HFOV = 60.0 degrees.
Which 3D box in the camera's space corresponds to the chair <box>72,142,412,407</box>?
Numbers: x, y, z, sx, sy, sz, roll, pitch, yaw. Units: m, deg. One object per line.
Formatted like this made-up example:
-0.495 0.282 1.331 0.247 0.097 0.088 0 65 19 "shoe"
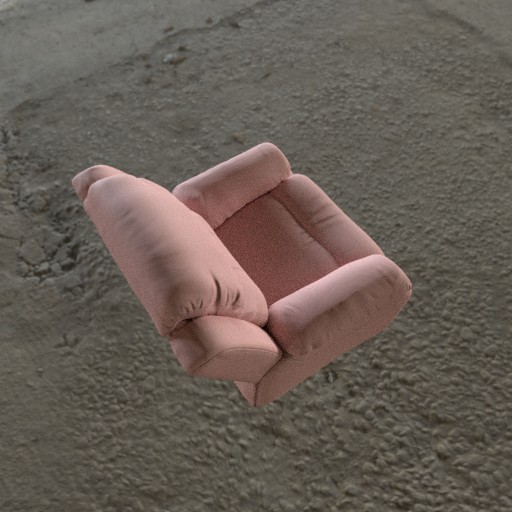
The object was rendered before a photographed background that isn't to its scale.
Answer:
0.000 0.000 1.273 0.709 0.702 0.680 -30 61 -18 "chair"
